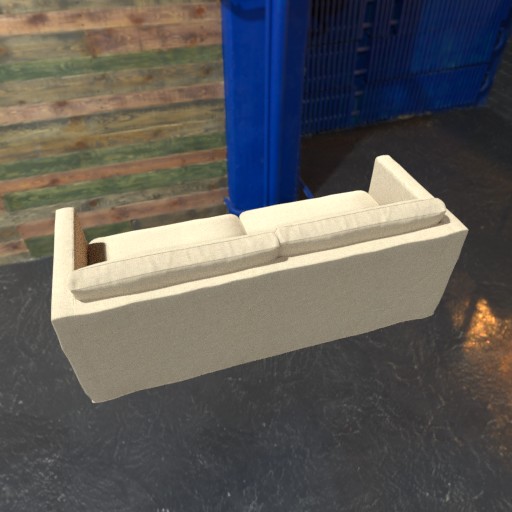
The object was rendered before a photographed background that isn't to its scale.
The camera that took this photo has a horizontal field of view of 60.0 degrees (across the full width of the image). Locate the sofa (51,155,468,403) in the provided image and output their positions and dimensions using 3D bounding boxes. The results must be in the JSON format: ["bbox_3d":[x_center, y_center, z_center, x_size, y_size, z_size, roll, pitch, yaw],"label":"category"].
[{"bbox_3d":[0.000,0.000,2.812,2.312,0.853,0.962,-12,43,-13],"label":"sofa"}]
